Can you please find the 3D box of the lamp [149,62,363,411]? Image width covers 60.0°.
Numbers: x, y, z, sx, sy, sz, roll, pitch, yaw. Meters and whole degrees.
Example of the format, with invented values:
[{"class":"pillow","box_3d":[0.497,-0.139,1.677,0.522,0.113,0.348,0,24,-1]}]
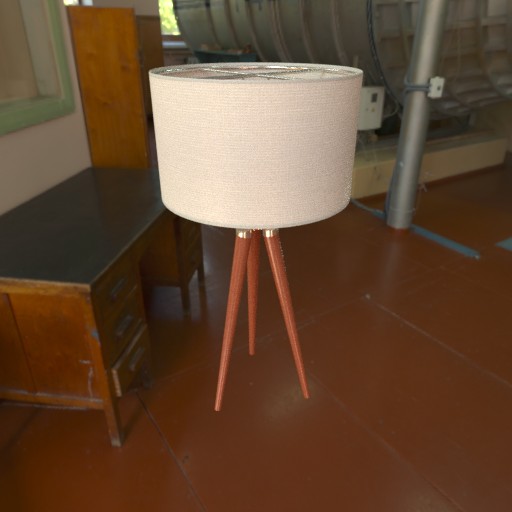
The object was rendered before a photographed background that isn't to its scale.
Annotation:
[{"class":"lamp","box_3d":[0.000,0.000,0.911,0.355,0.709,0.354,0,27,1]}]
